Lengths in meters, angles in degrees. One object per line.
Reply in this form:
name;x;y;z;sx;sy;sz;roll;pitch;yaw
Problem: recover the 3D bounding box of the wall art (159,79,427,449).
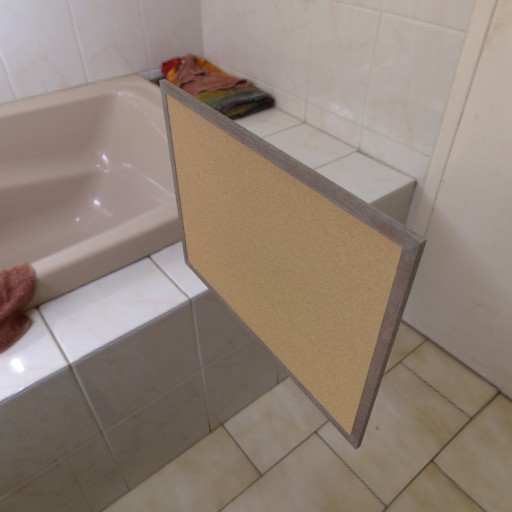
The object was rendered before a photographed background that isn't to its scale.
wall art;0.000;0.000;1.350;0.019;0.774;1.012;-25;47;-27
